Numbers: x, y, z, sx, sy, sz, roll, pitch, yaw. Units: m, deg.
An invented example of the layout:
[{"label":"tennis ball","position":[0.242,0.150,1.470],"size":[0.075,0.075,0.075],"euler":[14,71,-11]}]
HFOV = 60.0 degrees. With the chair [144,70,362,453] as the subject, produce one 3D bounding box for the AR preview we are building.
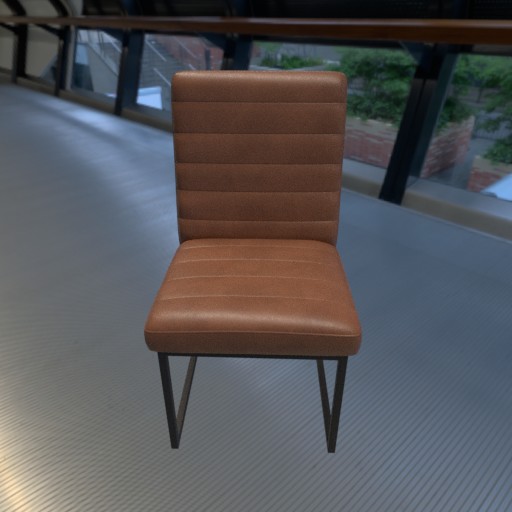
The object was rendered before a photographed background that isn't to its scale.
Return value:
[{"label":"chair","position":[0.000,0.000,1.280],"size":[0.520,0.930,0.634],"euler":[1,30,2]}]
